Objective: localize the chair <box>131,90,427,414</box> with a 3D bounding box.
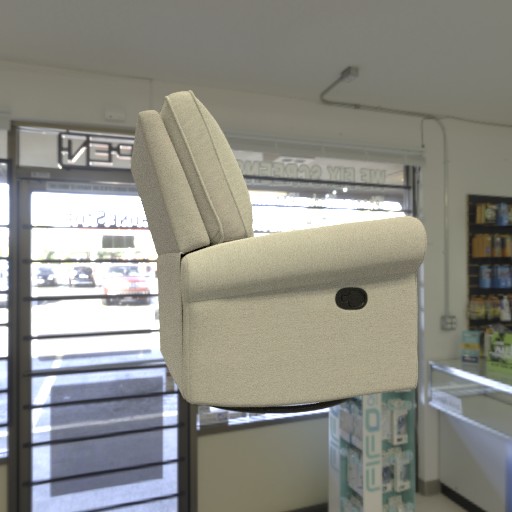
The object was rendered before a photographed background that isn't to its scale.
[{"bbox_3d":[0.000,0.000,1.643,0.878,0.960,0.890,0,-1,-17],"label":"chair"}]
